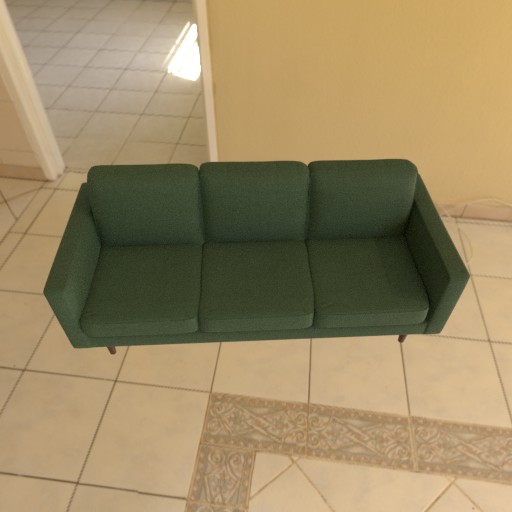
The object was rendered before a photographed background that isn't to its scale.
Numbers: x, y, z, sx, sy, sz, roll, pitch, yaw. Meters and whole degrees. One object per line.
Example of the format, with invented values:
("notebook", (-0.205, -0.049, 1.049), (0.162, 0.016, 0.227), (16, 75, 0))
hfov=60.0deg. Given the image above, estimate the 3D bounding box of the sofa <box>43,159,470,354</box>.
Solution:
("sofa", (0.000, 0.000, 2.522), (2.029, 0.899, 0.879), (-2, 47, -2))
